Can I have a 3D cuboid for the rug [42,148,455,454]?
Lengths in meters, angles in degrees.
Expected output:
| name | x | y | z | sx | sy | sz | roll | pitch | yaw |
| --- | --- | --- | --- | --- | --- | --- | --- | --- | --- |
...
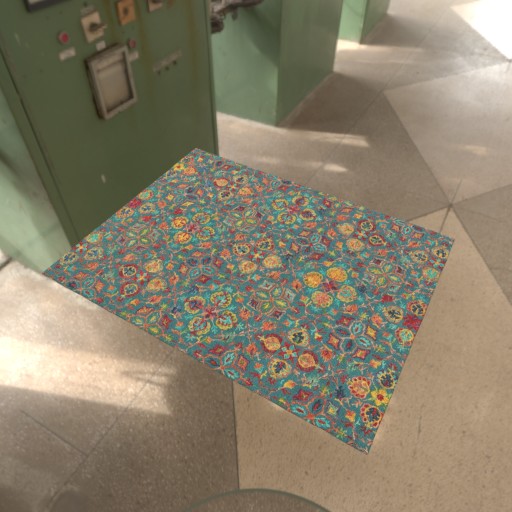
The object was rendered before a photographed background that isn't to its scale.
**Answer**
| name | x | y | z | sx | sy | sz | roll | pitch | yaw |
| --- | --- | --- | --- | --- | --- | --- | --- | --- | --- |
| rug | 0.000 | 0.000 | 4.284 | 3.204 | 0.025 | 2.434 | 23 | 51 | 21 |
